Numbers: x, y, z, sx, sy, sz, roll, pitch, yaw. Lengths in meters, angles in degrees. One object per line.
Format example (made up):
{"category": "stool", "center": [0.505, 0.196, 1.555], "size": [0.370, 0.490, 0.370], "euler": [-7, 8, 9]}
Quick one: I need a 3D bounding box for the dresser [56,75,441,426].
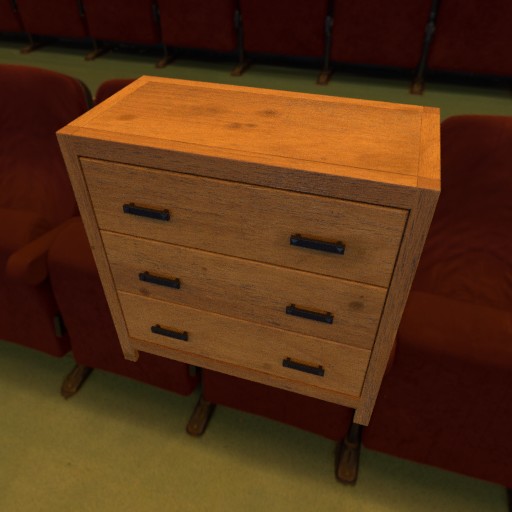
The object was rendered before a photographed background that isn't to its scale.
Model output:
{"category": "dresser", "center": [0.000, 0.000, 1.272], "size": [0.804, 0.804, 0.427], "euler": [11, 41, 13]}
